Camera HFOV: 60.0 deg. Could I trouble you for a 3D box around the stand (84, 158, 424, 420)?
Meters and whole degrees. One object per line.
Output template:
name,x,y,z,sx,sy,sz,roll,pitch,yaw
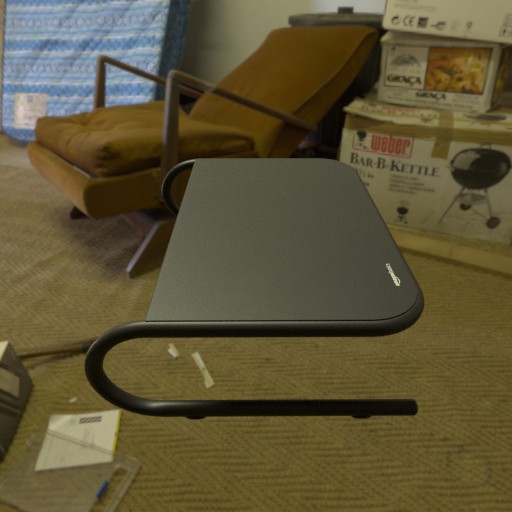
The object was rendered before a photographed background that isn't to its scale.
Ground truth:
stand,0.000,0.000,0.513,0.280,0.108,0.370,0,32,0
